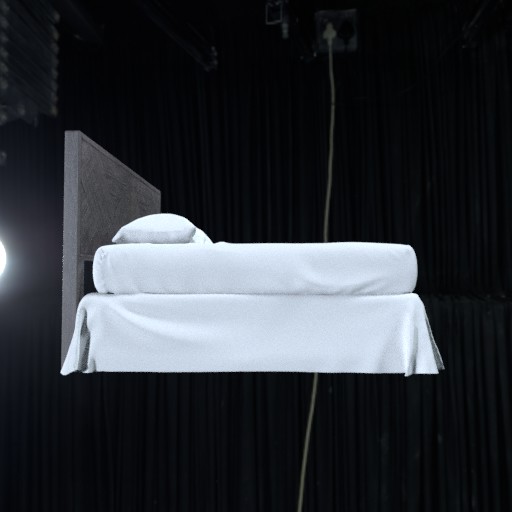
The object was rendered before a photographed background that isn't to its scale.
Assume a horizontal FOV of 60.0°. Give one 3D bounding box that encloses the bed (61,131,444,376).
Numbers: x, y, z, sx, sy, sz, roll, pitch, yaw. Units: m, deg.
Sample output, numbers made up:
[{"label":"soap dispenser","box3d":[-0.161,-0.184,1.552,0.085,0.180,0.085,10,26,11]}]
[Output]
[{"label":"bed","box3d":[0.000,0.000,2.863,1.785,1.142,1.772,0,-2,1]}]
